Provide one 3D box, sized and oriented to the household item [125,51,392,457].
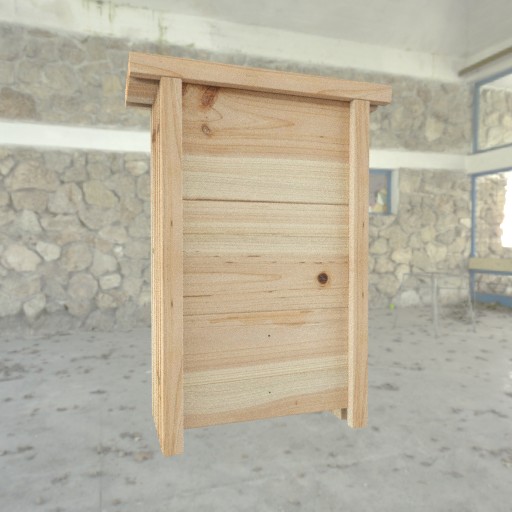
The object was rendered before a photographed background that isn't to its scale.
[{"bbox_3d":[0.000,0.000,0.544,0.301,0.407,0.123,0,2,-18],"label":"household item"}]
